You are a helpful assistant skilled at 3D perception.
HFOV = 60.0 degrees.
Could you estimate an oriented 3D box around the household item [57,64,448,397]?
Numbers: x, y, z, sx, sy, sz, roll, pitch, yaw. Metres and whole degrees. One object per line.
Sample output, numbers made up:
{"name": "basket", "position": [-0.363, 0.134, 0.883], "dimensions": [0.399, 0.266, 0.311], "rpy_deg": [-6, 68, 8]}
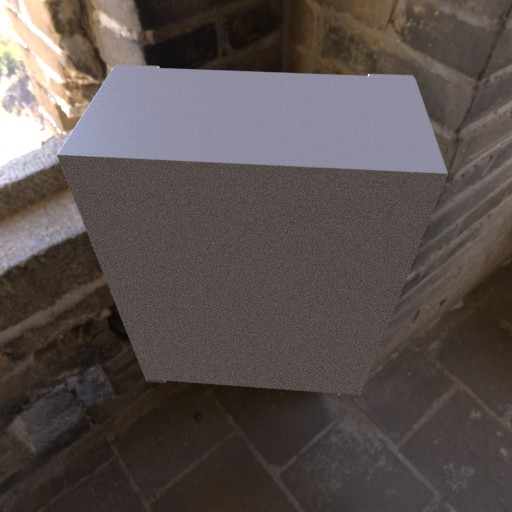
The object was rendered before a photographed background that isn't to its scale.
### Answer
{"name": "household item", "position": [0.000, 0.000, 1.405], "dimensions": [0.790, 1.010, 0.420], "rpy_deg": [3, 48, 3]}
